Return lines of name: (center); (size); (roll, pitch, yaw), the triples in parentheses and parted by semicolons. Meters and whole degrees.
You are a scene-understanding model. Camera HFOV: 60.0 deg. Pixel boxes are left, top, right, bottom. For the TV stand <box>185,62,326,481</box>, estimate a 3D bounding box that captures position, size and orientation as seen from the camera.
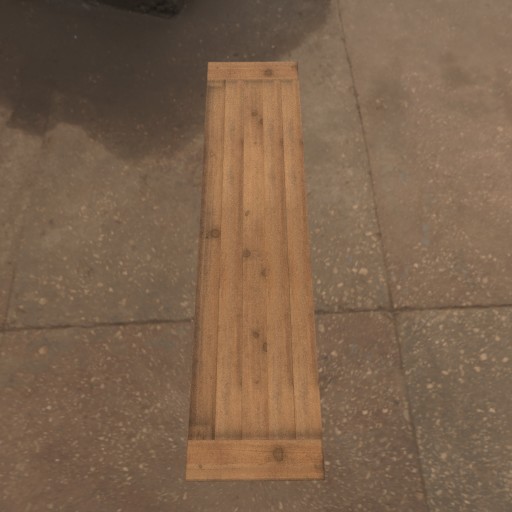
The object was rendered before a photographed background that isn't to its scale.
TV stand: (0.000, 0.000, 2.009); (0.453, 0.573, 1.804); (0, 65, 0)
